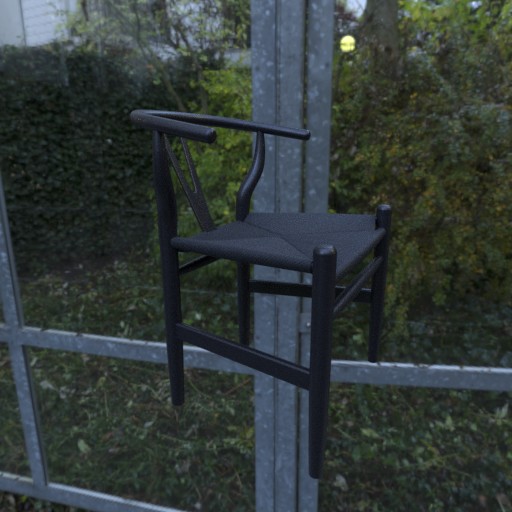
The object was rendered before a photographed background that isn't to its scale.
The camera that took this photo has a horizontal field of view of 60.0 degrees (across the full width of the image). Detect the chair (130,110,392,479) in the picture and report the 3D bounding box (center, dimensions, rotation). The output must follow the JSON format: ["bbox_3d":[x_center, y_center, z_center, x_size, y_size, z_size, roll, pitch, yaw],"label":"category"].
[{"bbox_3d":[0.000,0.000,1.153,0.579,0.730,0.569,8,17,26],"label":"chair"}]
